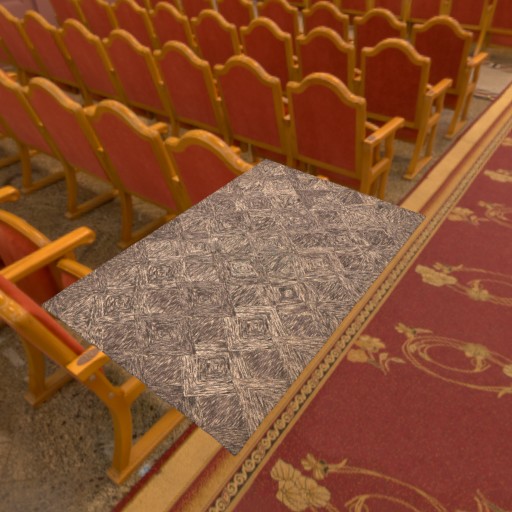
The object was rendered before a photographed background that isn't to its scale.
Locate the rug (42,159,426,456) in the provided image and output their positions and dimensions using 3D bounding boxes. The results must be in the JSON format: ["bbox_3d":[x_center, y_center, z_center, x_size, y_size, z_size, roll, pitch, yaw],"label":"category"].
[{"bbox_3d":[0.000,0.000,2.360,1.189,0.011,1.808,26,47,27],"label":"rug"}]
